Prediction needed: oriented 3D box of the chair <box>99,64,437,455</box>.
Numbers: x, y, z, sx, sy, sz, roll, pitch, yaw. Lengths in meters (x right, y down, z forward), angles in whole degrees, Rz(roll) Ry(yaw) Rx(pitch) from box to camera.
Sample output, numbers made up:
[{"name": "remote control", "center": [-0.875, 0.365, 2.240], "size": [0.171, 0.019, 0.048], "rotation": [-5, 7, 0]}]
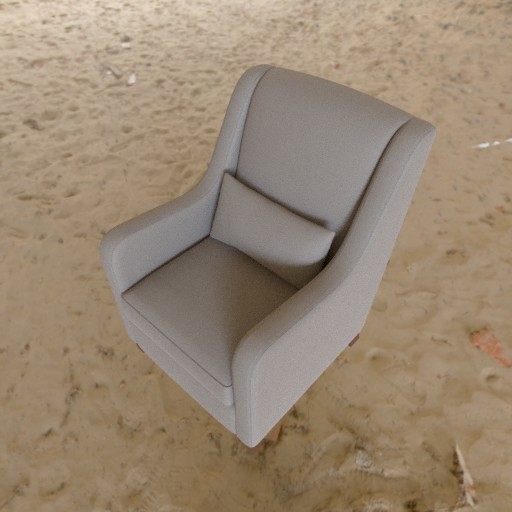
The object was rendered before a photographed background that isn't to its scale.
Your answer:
[{"name": "chair", "center": [0.000, 0.000, 1.601], "size": [0.715, 1.010, 0.863], "rotation": [33, 54, 28]}]
